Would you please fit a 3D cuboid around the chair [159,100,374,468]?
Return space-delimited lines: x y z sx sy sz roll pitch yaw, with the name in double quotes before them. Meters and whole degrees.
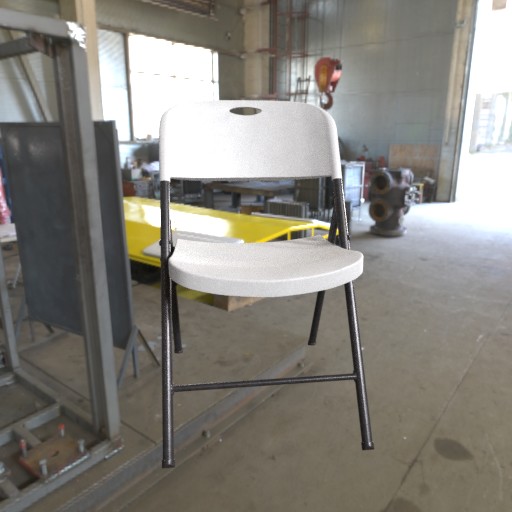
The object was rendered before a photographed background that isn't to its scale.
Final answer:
"chair" 0.000 0.000 1.168 0.494 0.810 0.566 -2 16 -7
